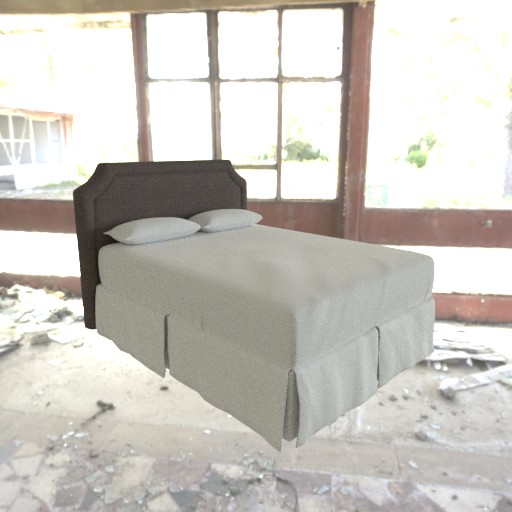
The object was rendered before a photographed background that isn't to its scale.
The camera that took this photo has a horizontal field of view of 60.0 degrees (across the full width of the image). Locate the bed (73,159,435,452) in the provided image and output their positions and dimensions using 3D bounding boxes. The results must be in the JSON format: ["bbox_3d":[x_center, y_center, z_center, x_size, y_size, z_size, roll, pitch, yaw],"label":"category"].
[{"bbox_3d":[0.000,0.000,3.169,2.116,1.290,1.693,13,19,43],"label":"bed"}]
